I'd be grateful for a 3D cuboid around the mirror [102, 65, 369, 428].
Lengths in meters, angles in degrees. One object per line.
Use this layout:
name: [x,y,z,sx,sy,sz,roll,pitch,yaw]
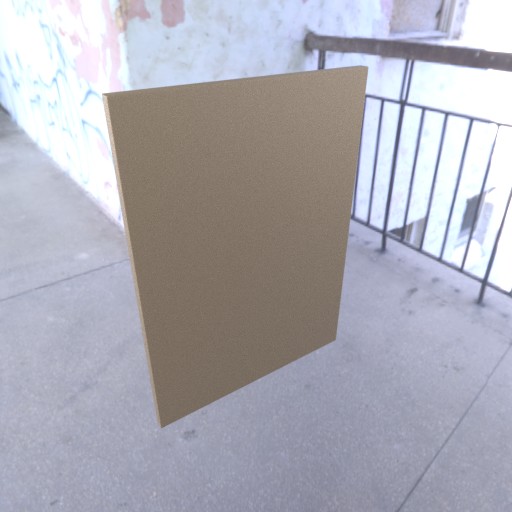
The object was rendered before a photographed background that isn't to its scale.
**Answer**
mirror: [0.000,0.000,1.356,0.756,1.023,0.032,-19,36,-29]
